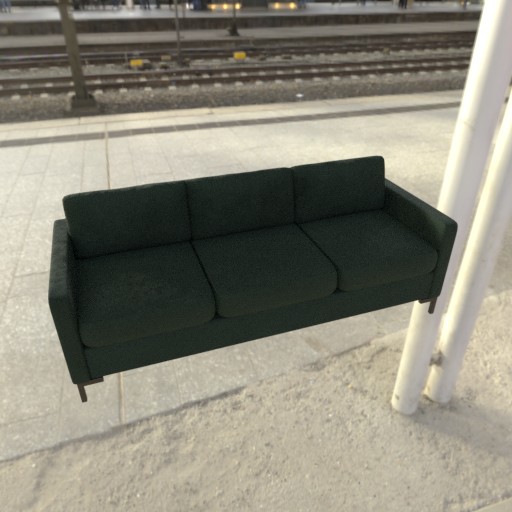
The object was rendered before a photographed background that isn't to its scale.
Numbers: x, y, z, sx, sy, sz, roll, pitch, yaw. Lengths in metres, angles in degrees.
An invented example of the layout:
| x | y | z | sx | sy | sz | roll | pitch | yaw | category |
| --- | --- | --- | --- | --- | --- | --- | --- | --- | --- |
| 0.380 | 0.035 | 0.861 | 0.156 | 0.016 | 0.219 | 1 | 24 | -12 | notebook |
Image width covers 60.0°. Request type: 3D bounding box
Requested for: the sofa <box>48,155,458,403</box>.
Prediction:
| x | y | z | sx | sy | sz | roll | pitch | yaw | category |
| --- | --- | --- | --- | --- | --- | --- | --- | --- | --- |
| 0.000 | 0.000 | 2.681 | 2.218 | 0.870 | 0.859 | -10 | 33 | -17 | sofa |
